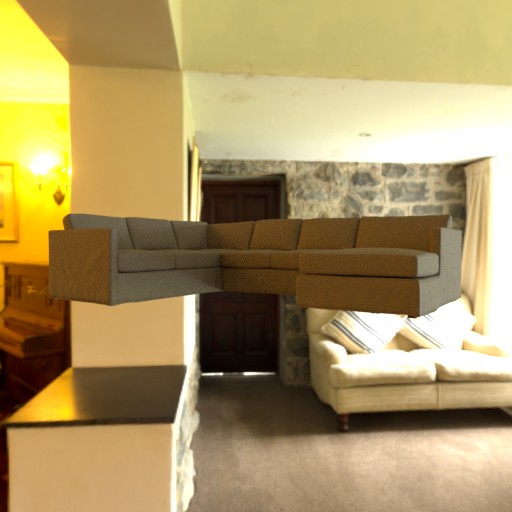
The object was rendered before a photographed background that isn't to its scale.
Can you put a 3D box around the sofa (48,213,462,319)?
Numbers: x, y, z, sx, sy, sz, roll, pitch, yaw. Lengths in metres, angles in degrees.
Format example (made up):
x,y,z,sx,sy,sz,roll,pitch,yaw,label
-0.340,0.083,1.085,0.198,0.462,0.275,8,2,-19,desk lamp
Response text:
x,y,z,sx,sy,sz,roll,pitch,yaw,label
0.000,0.000,4.474,3.460,0.882,2.427,1,1,35,sofa
